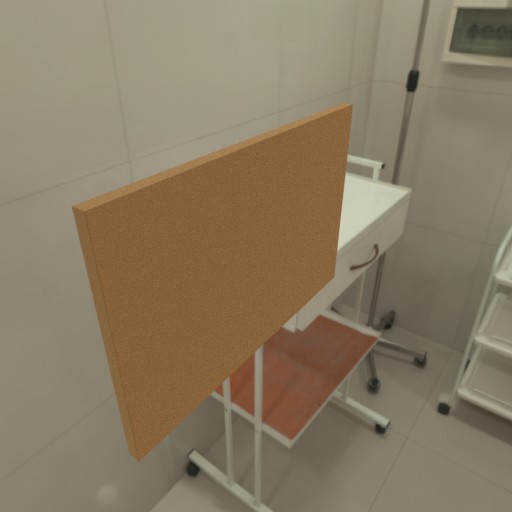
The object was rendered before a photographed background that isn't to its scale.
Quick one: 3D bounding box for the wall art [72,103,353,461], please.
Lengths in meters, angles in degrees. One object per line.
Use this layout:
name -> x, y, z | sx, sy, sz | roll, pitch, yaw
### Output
wall art -> 0.000, 0.000, 1.148 | 0.033, 0.608, 0.915 | 21, 37, 31
